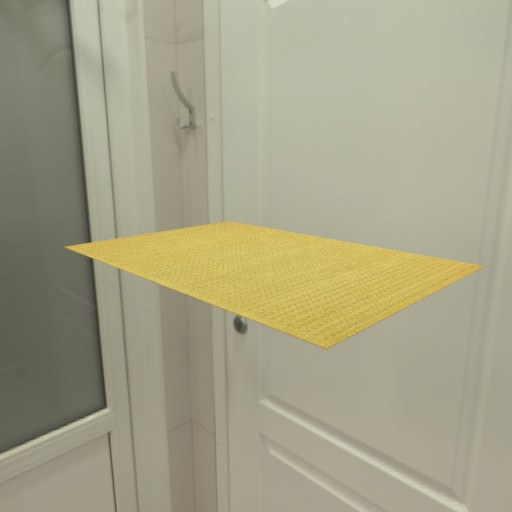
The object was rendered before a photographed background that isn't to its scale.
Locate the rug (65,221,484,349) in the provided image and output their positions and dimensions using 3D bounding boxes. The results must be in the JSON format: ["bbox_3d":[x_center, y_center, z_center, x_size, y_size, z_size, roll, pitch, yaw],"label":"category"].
[{"bbox_3d":[0.000,0.000,3.663,1.981,0.006,2.895,-14,19,-43],"label":"rug"}]
